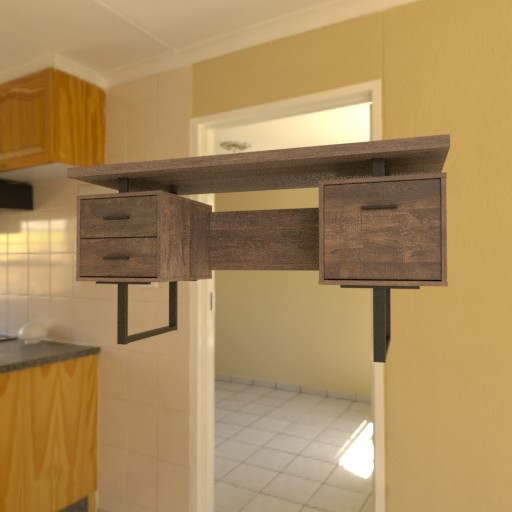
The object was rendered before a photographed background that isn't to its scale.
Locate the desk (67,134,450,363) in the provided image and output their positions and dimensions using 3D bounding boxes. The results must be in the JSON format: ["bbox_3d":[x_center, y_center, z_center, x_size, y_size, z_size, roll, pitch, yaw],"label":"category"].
[{"bbox_3d":[0.000,0.000,1.945,1.524,0.760,0.600,0,-1,19],"label":"desk"}]
